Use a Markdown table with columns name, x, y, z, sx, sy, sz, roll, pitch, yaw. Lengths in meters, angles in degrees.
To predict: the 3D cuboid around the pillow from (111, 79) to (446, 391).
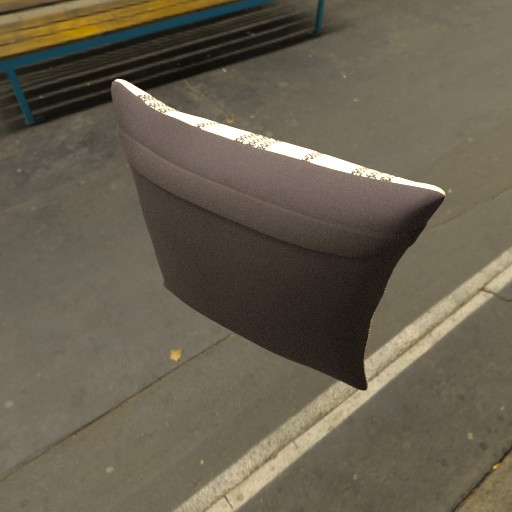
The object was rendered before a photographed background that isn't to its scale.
| name | x | y | z | sx | sy | sz | roll | pitch | yaw |
| --- | --- | --- | --- | --- | --- | --- | --- | --- | --- |
| pillow | 0.000 | 0.000 | 0.615 | 0.405 | 0.406 | 0.173 | 25 | 53 | 20 |
